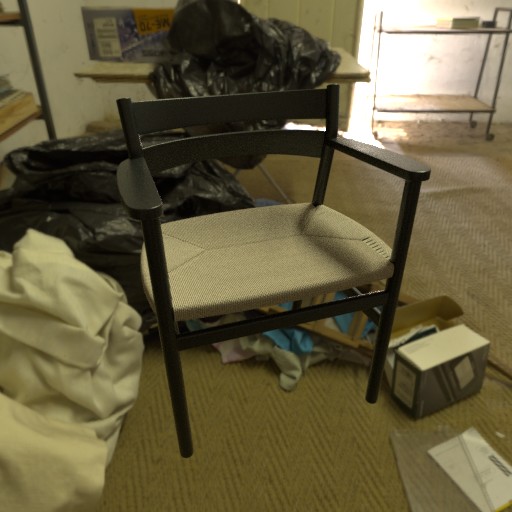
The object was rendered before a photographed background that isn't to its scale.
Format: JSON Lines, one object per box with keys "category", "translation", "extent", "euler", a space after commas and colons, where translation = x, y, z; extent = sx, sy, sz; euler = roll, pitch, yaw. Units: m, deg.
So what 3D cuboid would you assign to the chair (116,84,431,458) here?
{"category": "chair", "translation": [0.000, 0.000, 1.162], "extent": [0.630, 0.775, 0.508], "euler": [-10, 33, -16]}
